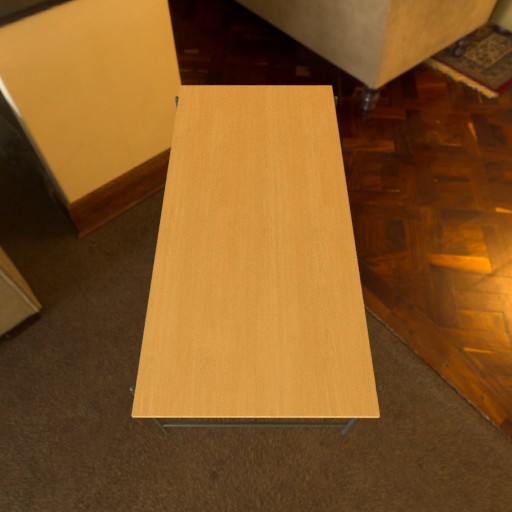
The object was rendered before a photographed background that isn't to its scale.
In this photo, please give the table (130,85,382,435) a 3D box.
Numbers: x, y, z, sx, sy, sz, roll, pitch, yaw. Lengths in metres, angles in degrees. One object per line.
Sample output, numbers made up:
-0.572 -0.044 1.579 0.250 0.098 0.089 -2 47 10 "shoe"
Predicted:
0.000 0.000 2.328 0.900 0.758 1.800 0 57 0 "table"
